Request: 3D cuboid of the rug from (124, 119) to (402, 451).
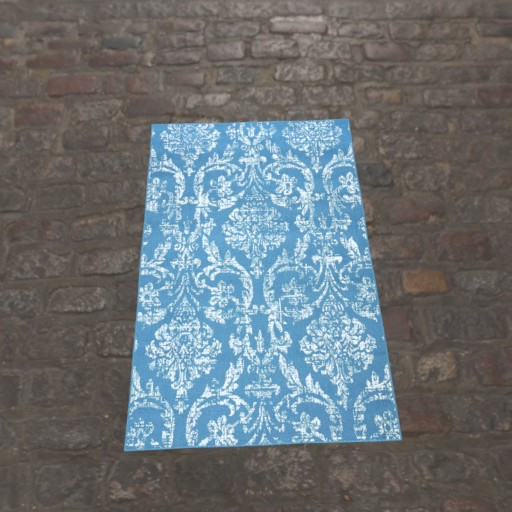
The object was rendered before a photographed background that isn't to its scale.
[{"bbox_3d":[0.000,0.000,2.322,1.211,0.012,1.833,-2,64,-1],"label":"rug"}]
